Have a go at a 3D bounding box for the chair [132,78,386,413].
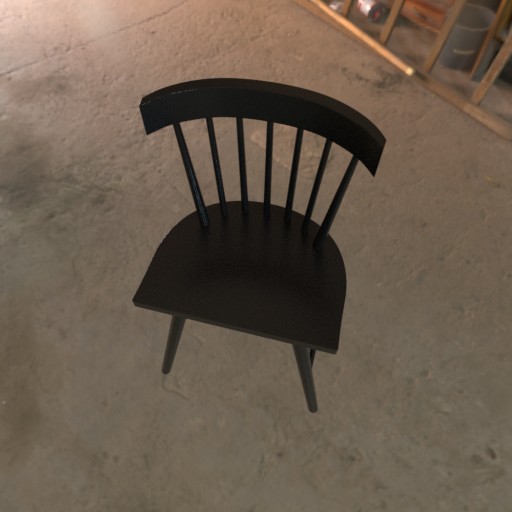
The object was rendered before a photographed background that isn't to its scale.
[{"bbox_3d":[0.000,0.000,1.151,0.506,0.844,0.483,12,58,8],"label":"chair"}]
